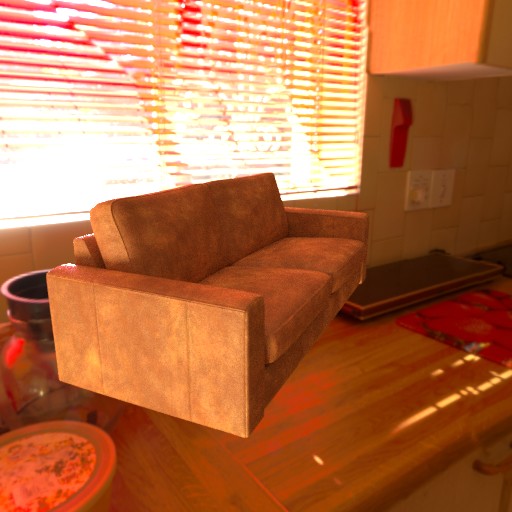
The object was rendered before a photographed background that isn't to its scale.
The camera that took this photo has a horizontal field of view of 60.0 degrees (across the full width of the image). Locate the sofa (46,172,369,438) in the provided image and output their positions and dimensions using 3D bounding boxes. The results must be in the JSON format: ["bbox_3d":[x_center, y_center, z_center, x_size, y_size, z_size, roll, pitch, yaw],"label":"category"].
[{"bbox_3d":[0.000,0.000,2.699,1.016,0.873,2.179,7,16,24],"label":"sofa"}]
